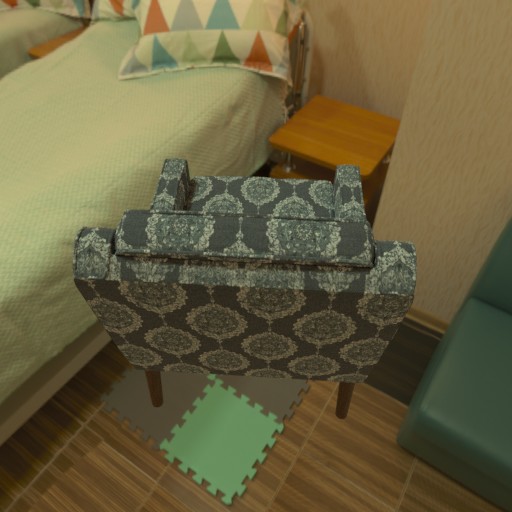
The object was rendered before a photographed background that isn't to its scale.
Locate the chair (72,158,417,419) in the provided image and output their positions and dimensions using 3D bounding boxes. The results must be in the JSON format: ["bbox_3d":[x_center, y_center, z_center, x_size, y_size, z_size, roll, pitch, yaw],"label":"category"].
[{"bbox_3d":[0.000,0.000,1.307,0.663,0.792,0.743,3,47,3],"label":"chair"}]
